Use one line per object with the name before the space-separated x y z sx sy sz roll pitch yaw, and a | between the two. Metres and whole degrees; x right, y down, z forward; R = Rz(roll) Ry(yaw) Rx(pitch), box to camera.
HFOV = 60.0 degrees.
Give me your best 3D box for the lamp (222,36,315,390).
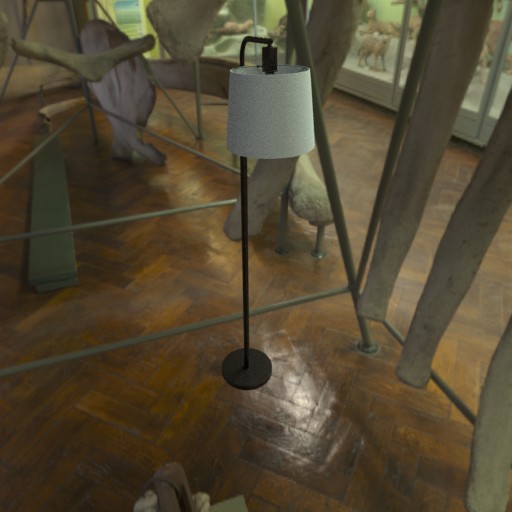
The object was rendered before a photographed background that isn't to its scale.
lamp | 0.000 0.000 1.637 0.254 1.478 0.508 -11 35 -16
